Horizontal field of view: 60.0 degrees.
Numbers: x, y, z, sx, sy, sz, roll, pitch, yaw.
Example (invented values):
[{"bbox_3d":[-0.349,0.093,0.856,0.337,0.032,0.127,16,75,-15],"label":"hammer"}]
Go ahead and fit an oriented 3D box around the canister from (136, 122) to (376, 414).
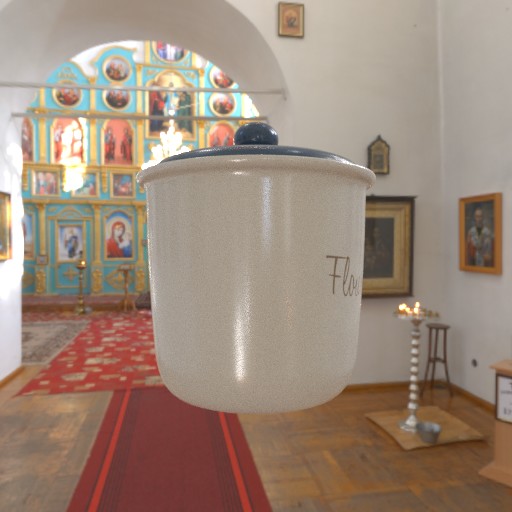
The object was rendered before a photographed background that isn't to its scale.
[{"bbox_3d":[0.000,0.000,0.348,0.182,0.208,0.182,0,0,0],"label":"canister"}]
